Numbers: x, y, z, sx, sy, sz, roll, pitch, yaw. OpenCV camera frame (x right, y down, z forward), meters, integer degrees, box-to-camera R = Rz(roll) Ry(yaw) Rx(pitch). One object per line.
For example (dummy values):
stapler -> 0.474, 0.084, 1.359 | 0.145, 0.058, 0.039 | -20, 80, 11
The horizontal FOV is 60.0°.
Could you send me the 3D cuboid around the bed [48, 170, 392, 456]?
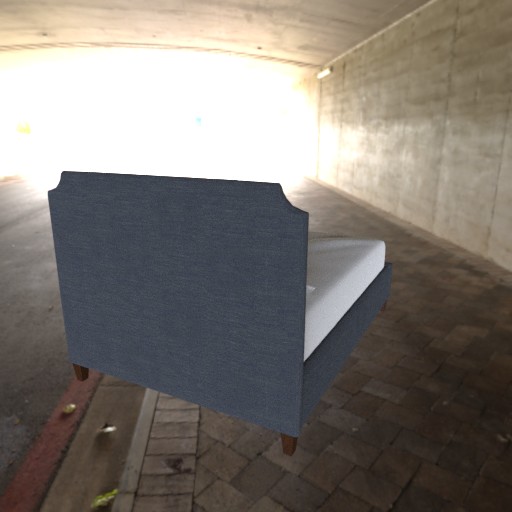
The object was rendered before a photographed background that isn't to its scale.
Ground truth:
bed -> 0.000, 0.000, 3.488 | 1.713, 1.443, 2.372 | 8, 18, 27
